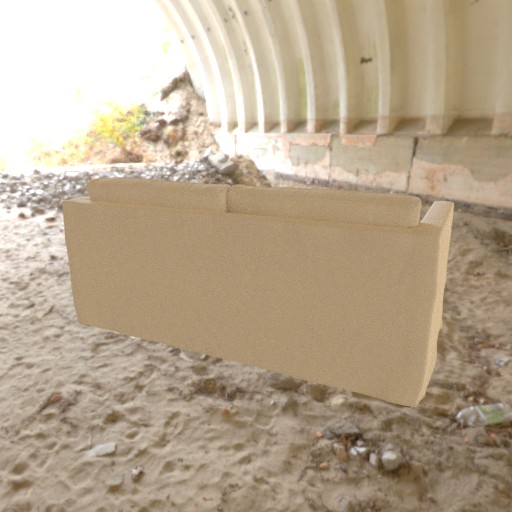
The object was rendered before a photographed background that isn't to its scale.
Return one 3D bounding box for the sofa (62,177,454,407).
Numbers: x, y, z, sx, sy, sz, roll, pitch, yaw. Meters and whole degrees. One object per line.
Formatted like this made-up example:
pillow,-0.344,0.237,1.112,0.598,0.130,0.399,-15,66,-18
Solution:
sofa,0.000,0.000,2.498,1.987,0.870,0.940,8,17,25
